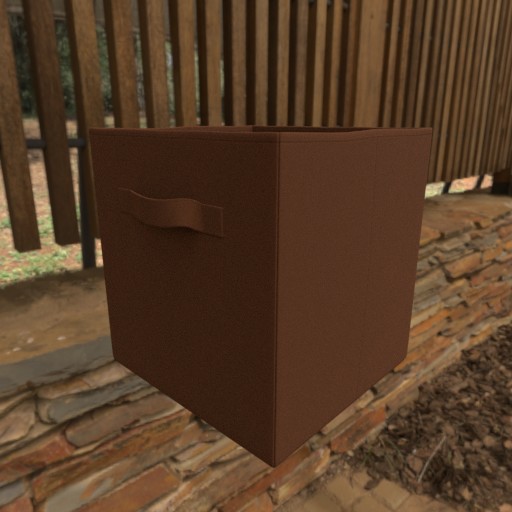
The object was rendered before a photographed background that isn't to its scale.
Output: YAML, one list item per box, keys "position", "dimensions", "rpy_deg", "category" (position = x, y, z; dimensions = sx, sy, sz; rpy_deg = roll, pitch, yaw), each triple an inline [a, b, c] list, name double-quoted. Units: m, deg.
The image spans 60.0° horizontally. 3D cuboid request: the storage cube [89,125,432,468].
- position: [0.000, 0.000, 0.503]
  dimensions: [0.270, 0.280, 0.270]
  rpy_deg: [15, 23, 41]
  category: "storage cube"
